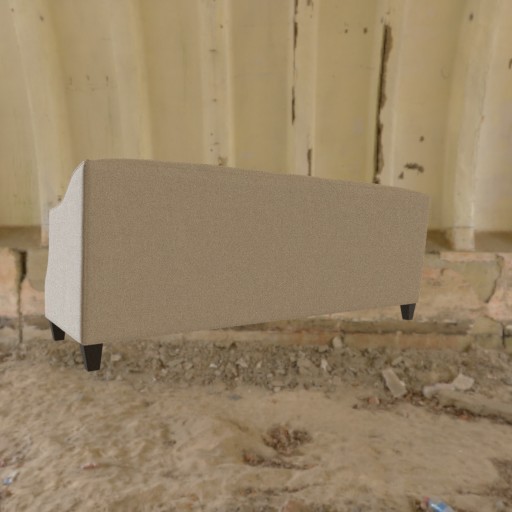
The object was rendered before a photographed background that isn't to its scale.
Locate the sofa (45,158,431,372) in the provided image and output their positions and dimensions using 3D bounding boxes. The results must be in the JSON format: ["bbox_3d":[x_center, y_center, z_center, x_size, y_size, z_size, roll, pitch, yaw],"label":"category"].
[{"bbox_3d":[0.000,0.000,2.712,2.235,0.901,0.914,-1,2,-35],"label":"sofa"}]
